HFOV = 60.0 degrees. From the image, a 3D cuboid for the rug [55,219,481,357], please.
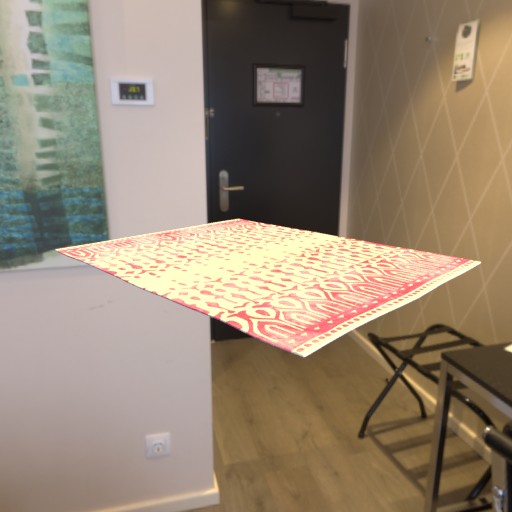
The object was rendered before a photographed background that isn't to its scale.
[{"bbox_3d":[0.000,0.000,4.040,3.095,0.016,2.441,14,20,43],"label":"rug"}]
